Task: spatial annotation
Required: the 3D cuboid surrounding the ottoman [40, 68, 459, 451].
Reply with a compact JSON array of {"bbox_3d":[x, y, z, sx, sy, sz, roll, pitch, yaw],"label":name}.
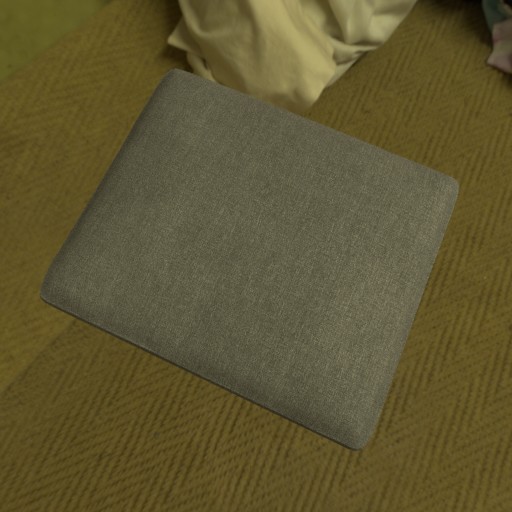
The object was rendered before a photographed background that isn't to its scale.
[{"bbox_3d":[0.000,0.000,1.218,0.821,0.474,0.693,24,76,6],"label":"ottoman"}]
